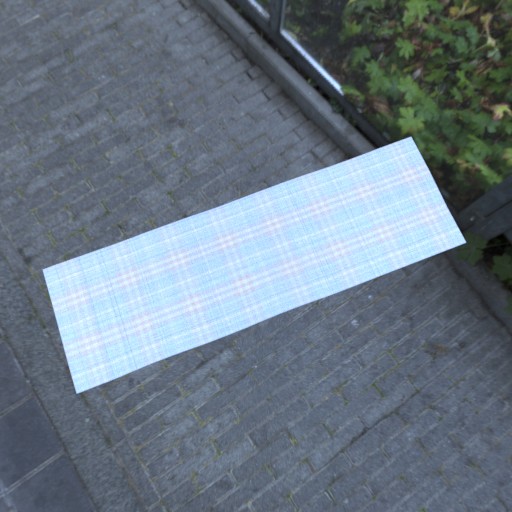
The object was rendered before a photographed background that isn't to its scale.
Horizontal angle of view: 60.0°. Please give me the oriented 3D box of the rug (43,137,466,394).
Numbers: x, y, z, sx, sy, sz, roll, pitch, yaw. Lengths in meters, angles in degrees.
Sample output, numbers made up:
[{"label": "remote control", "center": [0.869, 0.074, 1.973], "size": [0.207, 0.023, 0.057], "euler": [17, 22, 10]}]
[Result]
[{"label": "rug", "center": [0.000, 0.000, 2.665], "size": [2.439, 0.013, 0.762], "euler": [-21, 77, -5]}]
